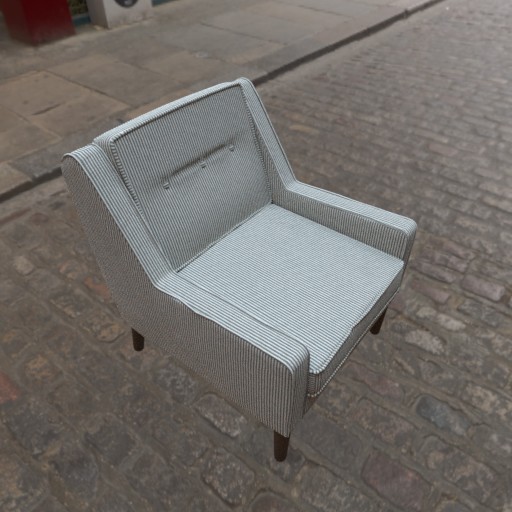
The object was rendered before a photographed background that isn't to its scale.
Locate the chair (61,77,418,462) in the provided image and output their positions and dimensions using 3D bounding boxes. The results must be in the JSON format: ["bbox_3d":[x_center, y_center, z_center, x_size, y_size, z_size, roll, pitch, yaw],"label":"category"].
[{"bbox_3d":[0.000,0.000,1.319,0.743,0.792,0.663,28,48,28],"label":"chair"}]
